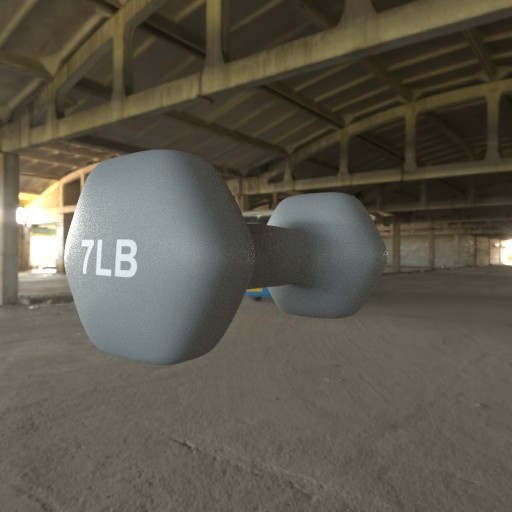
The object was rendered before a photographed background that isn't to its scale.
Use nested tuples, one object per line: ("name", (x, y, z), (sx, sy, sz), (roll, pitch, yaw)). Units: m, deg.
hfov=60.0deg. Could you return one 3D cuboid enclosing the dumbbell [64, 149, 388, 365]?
("dumbbell", (0.000, 0.000, 0.235), (0.090, 0.081, 0.184), (0, 0, 37))
